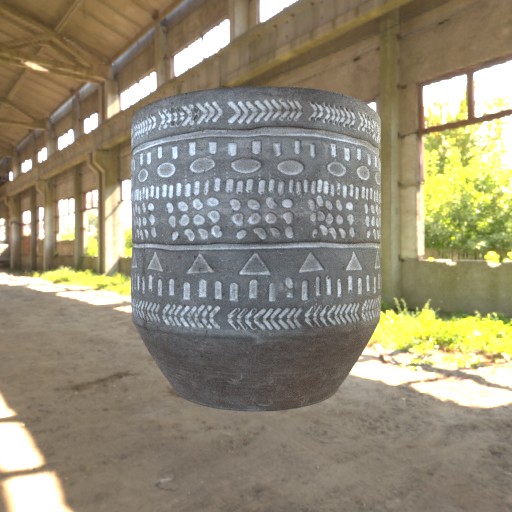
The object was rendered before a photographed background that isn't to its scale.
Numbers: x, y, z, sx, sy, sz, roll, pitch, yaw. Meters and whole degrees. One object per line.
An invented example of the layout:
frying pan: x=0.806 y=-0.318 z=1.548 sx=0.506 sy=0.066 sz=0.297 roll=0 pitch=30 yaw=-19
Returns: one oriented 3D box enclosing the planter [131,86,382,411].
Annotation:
planter: x=0.000 y=0.000 z=0.223 sx=0.122 sy=0.128 sz=0.122 roll=0 pitch=1 yaw=0
